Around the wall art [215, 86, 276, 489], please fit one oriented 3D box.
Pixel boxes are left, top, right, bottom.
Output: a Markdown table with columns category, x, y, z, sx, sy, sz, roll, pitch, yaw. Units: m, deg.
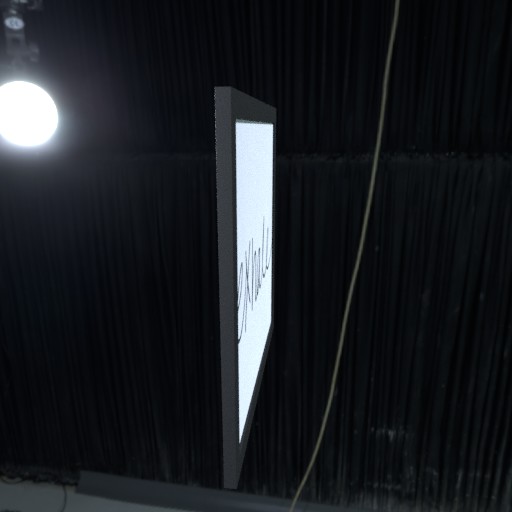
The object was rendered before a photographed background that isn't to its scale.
| category | x | y | z | sx | sy | sz | roll | pitch | yaw |
| --- | --- | --- | --- | --- | --- | --- | --- | --- | --- |
| wall art | 0.000 | 0.000 | 0.541 | 0.012 | 0.357 | 0.358 | 2 | 16 | 8 |
